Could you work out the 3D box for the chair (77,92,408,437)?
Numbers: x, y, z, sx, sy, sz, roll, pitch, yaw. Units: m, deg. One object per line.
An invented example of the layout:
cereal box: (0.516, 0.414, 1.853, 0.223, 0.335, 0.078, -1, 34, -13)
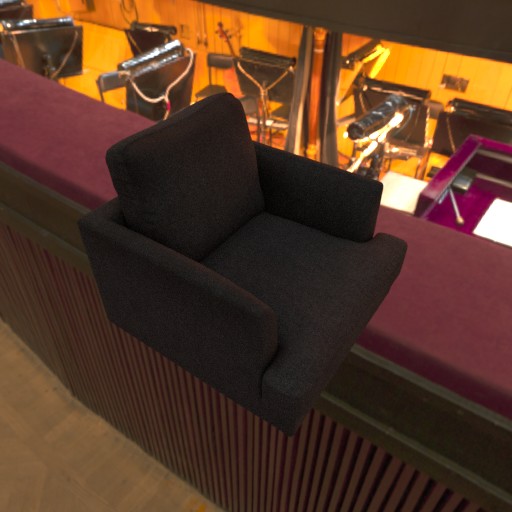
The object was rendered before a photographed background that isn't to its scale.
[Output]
chair: (0.000, 0.000, 1.661, 0.899, 0.957, 0.858, 24, 46, 26)
